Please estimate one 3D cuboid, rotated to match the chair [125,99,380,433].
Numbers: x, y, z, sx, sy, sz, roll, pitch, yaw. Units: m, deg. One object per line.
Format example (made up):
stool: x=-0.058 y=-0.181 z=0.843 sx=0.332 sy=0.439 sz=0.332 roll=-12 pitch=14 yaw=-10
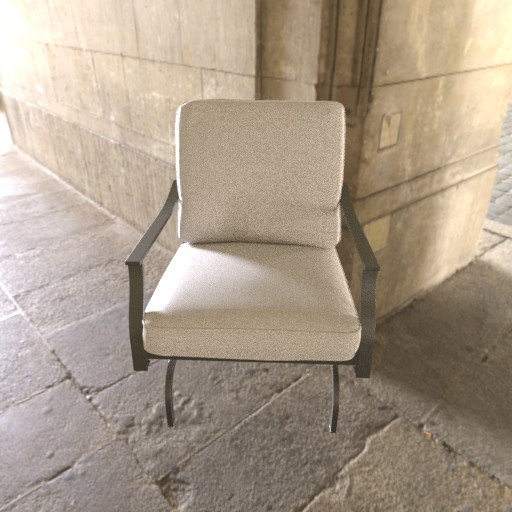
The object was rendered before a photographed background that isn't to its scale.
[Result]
chair: x=0.000 y=0.000 z=1.430 sx=0.650 sy=0.860 sz=0.787 roll=1 pitch=29 yaw=2
